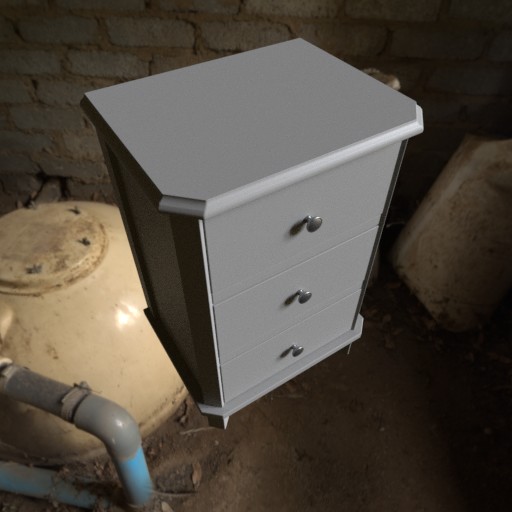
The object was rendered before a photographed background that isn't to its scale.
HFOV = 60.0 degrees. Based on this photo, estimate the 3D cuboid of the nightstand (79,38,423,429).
[{"bbox_3d":[0.000,0.000,0.928,0.450,0.680,0.350,-25,51,-22],"label":"nightstand"}]
